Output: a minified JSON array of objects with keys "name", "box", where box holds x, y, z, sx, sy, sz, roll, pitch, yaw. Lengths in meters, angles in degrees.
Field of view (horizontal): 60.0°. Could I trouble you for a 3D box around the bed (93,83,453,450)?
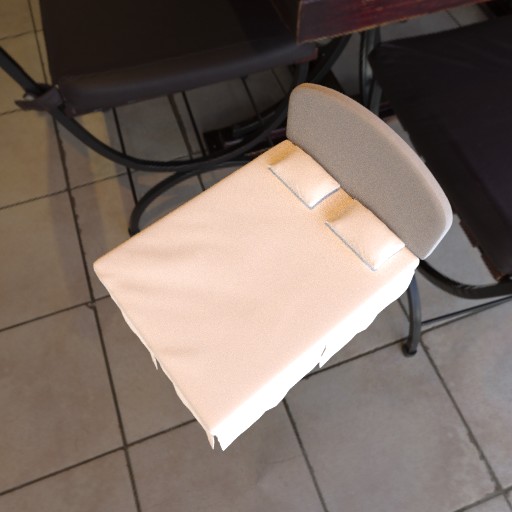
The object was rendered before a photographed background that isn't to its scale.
[{"name":"bed","box":[0.000,0.000,3.136,2.005,1.410,1.607,-36,68,-17]}]
